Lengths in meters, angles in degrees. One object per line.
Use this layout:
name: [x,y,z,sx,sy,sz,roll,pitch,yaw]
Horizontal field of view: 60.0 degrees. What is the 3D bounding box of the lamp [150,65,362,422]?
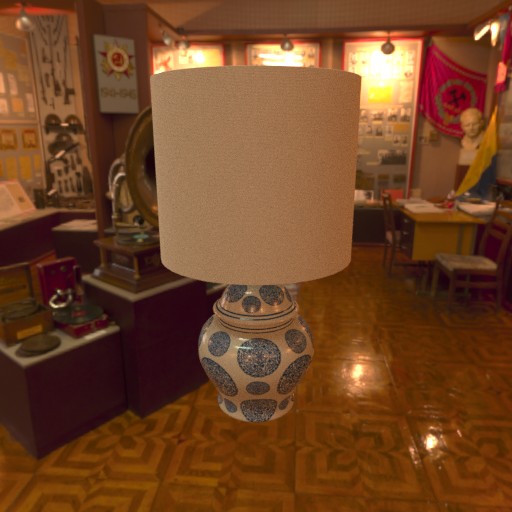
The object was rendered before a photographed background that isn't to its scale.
lamp: [0.000,0.000,0.513,0.215,0.381,0.215,2,16,7]
